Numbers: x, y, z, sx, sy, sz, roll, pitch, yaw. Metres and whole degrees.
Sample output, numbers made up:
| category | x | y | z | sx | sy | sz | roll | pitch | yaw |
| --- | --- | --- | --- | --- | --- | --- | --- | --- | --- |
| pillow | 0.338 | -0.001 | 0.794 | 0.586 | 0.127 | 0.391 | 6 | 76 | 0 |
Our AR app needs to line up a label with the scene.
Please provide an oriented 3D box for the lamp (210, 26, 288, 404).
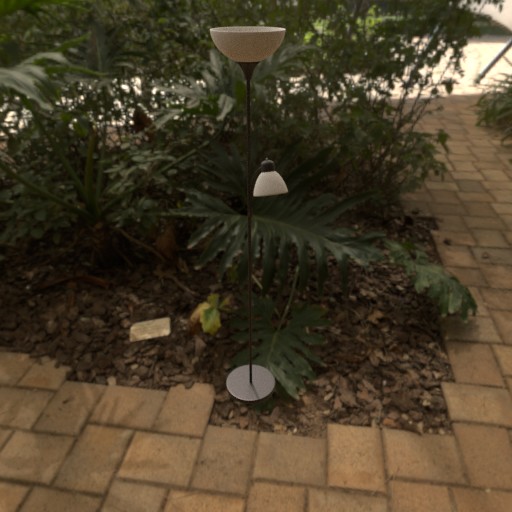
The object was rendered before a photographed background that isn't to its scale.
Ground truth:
| category | x | y | z | sx | sy | sz | roll | pitch | yaw |
| --- | --- | --- | --- | --- | --- | --- | --- | --- | --- |
| lamp | 0.000 | 0.000 | 1.988 | 0.279 | 1.804 | 0.442 | -11 | 32 | -17 |
